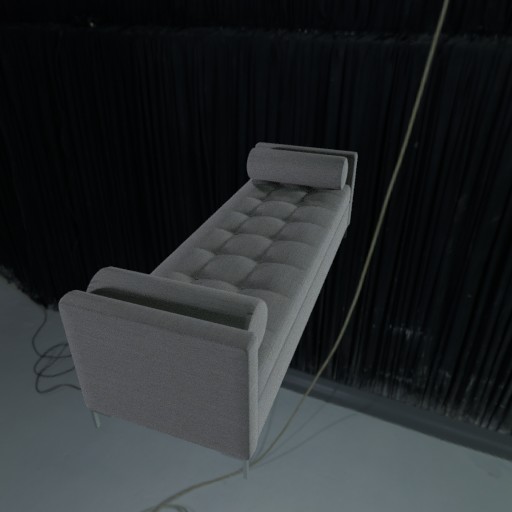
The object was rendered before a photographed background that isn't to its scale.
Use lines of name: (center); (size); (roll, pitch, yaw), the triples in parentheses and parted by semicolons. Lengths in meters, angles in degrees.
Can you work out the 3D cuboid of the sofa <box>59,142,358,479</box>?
sofa: (0.000, 0.000, 2.308); (0.686, 0.635, 1.981); (10, 32, 17)
